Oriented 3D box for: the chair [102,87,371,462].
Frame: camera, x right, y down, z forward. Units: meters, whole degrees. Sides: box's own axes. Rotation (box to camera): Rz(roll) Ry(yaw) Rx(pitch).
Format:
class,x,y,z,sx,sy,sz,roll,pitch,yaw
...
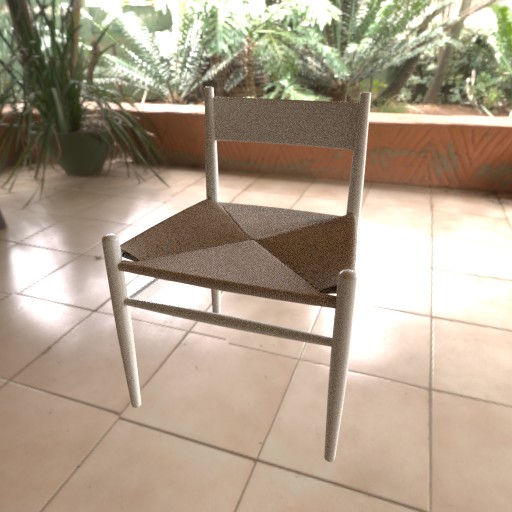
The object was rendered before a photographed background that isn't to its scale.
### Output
class,x,y,z,sx,sy,sz,roll,pitch,yaw
chair,0.000,0.000,1.136,0.556,0.762,0.495,9,27,17
